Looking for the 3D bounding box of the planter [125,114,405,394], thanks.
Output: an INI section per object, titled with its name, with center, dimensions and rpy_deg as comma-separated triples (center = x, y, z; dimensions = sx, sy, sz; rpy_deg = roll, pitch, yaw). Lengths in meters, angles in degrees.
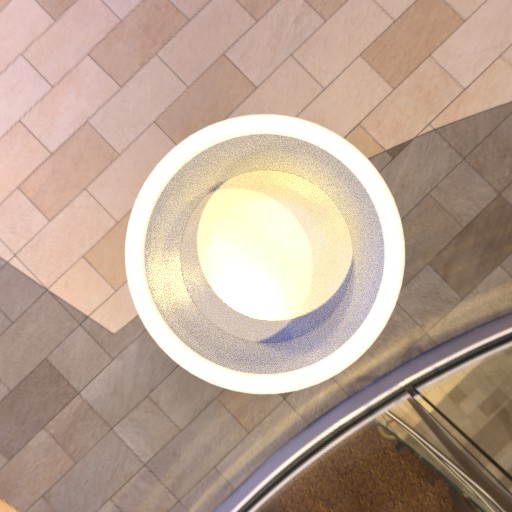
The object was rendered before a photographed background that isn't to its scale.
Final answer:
[planter]
center = 0.000, 0.000, 0.753
dimensions = 0.361, 0.480, 0.360
rpy_deg = 0, 89, 2
